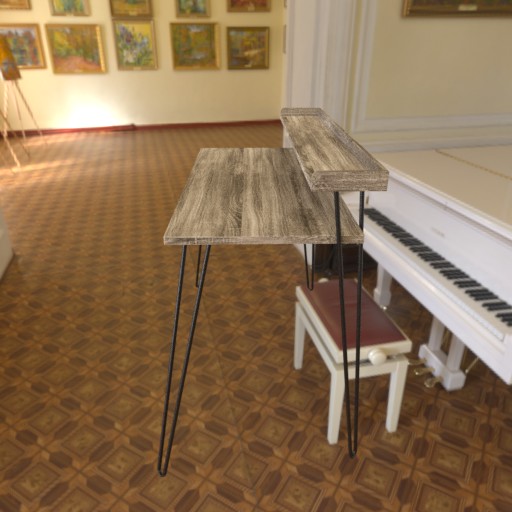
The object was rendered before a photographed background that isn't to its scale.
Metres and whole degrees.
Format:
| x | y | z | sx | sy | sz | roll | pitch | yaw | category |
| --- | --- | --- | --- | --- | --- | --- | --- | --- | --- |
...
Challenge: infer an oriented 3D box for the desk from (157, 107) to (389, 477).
| x | y | z | sx | sy | sz | roll | pitch | yaw | category |
| --- | --- | --- | --- | --- | --- | --- | --- | --- | --- |
| 0.000 | 0.000 | 1.617 | 0.605 | 0.899 | 1.135 | 0 | 26 | -1 | desk |
